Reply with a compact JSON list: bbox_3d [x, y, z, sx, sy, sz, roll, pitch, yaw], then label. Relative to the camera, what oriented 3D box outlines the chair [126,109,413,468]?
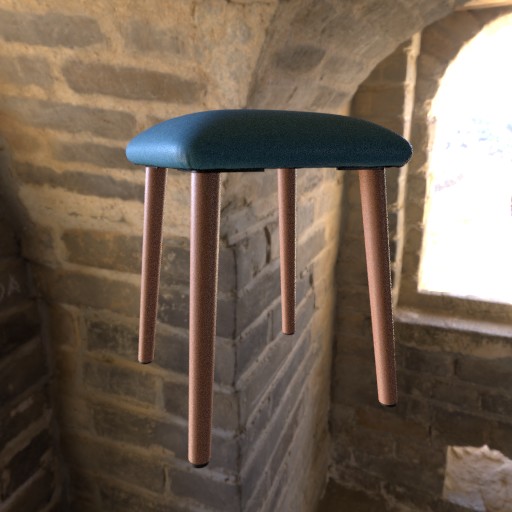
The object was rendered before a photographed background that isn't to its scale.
[{"bbox_3d":[0.000,0.000,0.731,0.360,0.450,0.360,-6,14,-25],"label":"chair"}]
